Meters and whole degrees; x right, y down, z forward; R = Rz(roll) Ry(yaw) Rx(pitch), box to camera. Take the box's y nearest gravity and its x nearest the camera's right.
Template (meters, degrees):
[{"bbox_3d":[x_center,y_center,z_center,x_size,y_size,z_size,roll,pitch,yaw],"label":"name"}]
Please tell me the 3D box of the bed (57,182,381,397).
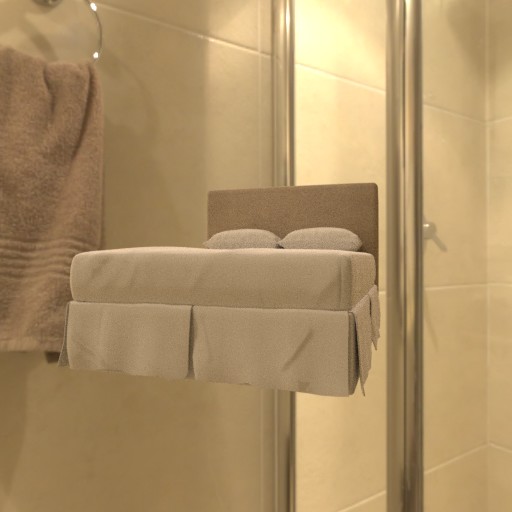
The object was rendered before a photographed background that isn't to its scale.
[{"bbox_3d":[0.000,0.000,3.244,1.713,1.330,2.162,0,0,18],"label":"bed"}]
